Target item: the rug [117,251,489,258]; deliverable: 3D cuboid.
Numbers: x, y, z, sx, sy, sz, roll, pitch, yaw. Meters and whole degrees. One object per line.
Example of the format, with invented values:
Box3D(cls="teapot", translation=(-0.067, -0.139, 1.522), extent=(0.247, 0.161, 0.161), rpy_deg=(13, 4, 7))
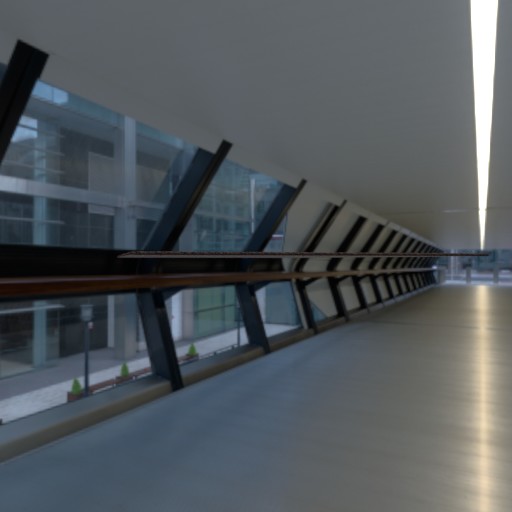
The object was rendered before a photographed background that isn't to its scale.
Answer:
Box3D(cls="rug", translation=(0.000, 0.000, 4.126), extent=(2.411, 0.020, 3.032), rpy_deg=(0, 0, -19))
